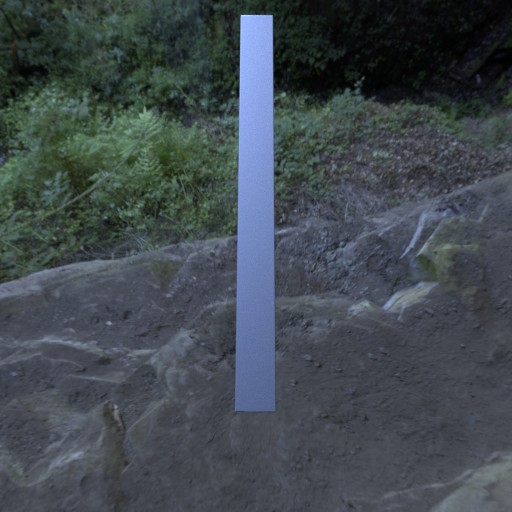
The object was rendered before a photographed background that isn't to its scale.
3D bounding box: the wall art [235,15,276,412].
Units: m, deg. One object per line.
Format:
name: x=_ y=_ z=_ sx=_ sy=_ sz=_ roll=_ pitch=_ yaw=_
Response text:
wall art: x=0.000 y=0.000 z=0.736 sx=0.039 sy=0.553 sz=0.445 roll=0 pitch=75 yaw=0
